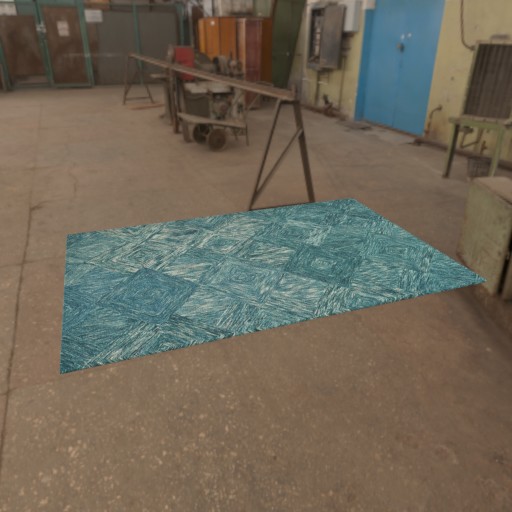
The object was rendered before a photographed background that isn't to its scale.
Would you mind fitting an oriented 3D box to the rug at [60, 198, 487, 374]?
[{"bbox_3d":[0.000,0.000,2.818,2.277,0.015,1.490,-9,28,-18],"label":"rug"}]
